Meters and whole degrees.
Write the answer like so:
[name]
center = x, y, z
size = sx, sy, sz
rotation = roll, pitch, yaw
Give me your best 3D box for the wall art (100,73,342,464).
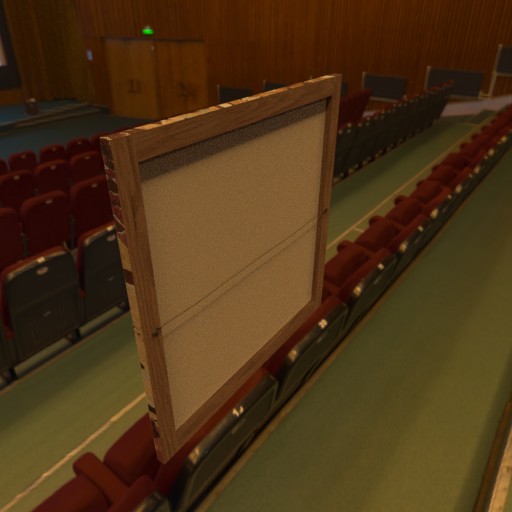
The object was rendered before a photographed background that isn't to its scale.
[wall art]
center = 0.000, 0.000, 1.109
size = 0.028, 0.762, 0.757
rotation = 20, 36, 30
